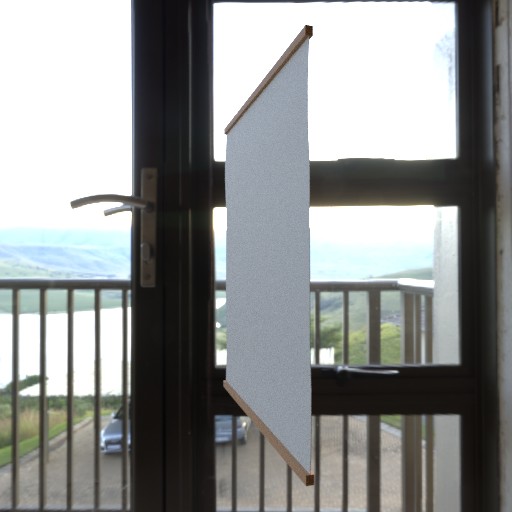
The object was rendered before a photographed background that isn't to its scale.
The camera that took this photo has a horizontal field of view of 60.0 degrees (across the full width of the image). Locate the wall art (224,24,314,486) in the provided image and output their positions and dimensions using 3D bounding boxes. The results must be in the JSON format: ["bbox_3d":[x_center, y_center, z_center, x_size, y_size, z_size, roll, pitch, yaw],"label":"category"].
[{"bbox_3d":[0.000,0.000,0.681,0.010,0.507,0.404,0,-1,-17],"label":"wall art"}]
